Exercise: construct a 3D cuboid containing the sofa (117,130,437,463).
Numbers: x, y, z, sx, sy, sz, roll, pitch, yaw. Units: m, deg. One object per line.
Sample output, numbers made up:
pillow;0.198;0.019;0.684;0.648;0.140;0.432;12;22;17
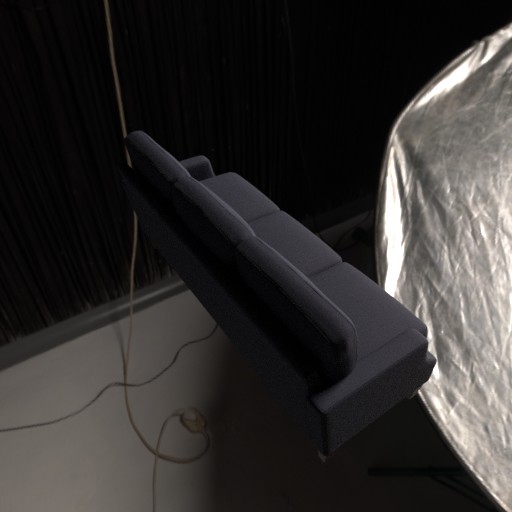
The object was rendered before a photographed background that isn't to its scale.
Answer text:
sofa;0.000;0.000;2.646;0.888;0.984;2.115;-24;46;-25
